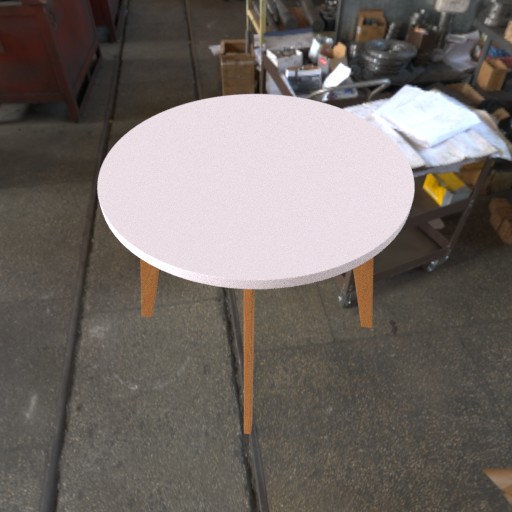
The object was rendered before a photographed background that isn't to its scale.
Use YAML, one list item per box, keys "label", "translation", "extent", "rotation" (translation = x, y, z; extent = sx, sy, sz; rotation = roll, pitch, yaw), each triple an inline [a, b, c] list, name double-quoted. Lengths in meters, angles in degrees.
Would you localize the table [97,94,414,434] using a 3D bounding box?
- label: "table"
  translation: [0.000, 0.000, 1.562]
  extent: [0.896, 0.762, 0.896]
  rotation: [0, 46, 0]
